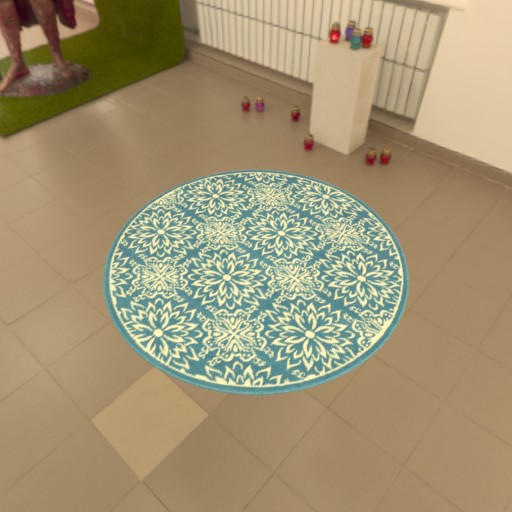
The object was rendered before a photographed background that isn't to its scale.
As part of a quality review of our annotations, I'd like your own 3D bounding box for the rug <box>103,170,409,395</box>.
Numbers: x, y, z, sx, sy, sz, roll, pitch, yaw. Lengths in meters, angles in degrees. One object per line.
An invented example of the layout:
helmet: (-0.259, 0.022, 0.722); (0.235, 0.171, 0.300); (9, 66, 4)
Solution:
rug: (0.000, 0.000, 2.374); (1.593, 0.012, 1.593); (0, 46, 0)
